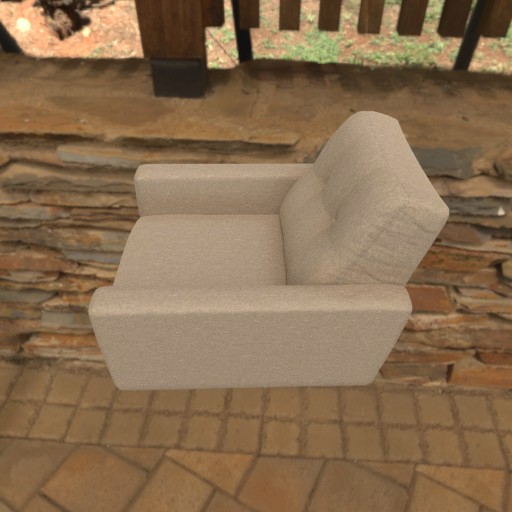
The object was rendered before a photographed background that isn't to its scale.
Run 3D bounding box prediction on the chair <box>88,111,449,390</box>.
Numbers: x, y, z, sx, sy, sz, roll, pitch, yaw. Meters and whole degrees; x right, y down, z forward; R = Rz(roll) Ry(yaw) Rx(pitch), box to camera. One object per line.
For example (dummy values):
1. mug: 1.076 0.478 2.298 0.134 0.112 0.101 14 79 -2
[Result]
1. chair: 0.000 0.000 1.806 1.128 0.965 0.897 -1 42 -1
